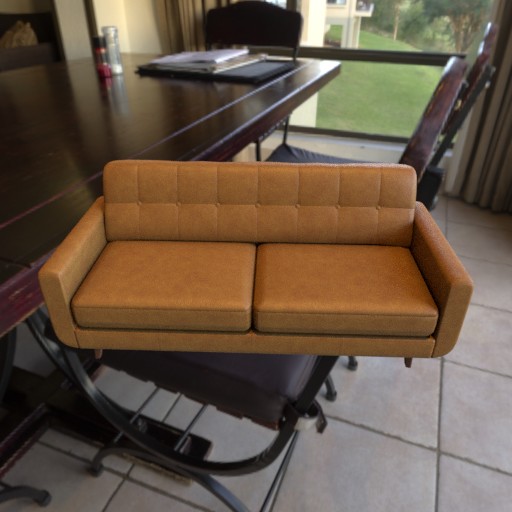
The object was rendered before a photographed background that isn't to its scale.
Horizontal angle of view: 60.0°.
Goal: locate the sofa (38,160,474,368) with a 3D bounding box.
[{"bbox_3d":[0.000,0.000,2.626,2.137,0.892,0.980,1,32,2],"label":"sofa"}]
